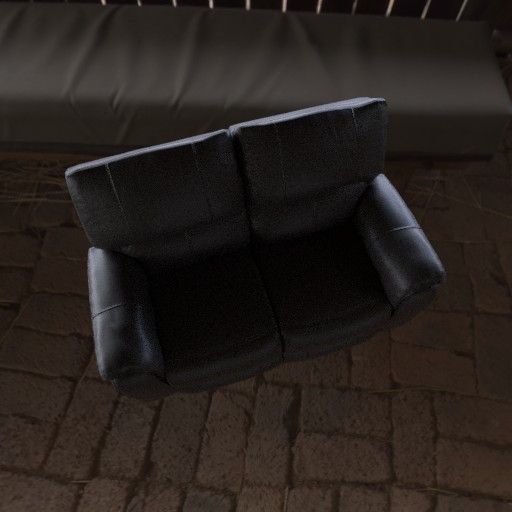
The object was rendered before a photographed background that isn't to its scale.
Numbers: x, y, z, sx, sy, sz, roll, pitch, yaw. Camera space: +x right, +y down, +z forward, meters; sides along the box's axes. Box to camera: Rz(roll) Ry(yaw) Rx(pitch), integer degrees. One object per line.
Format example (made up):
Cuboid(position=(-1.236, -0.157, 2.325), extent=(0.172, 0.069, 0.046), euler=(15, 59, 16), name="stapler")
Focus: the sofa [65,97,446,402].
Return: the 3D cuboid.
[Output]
Cuboid(position=(0.000, 0.000, 2.432), extent=(1.765, 1.111, 1.104), euler=(-15, 65, -7), name="sofa")
